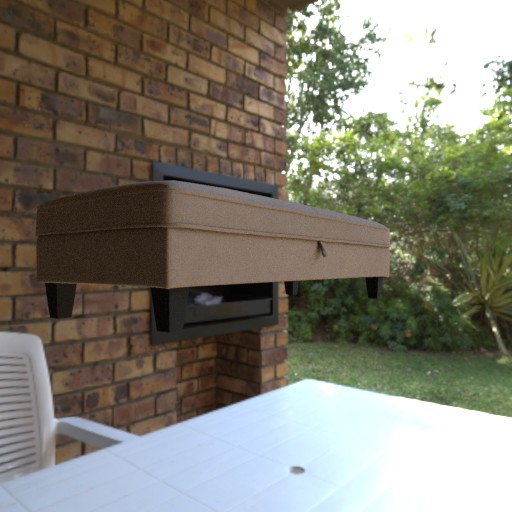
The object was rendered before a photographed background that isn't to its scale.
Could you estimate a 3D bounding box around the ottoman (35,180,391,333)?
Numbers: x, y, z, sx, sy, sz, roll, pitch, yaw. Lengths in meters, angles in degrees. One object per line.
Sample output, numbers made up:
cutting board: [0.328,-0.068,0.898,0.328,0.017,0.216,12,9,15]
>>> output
ottoman: [0.000,0.000,2.046,0.735,0.460,1.726,-1,-2,36]
